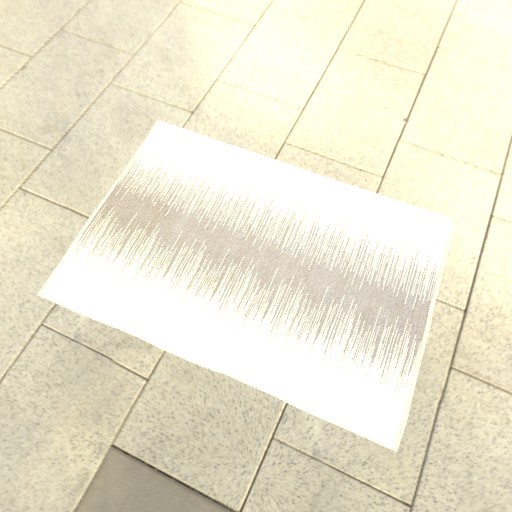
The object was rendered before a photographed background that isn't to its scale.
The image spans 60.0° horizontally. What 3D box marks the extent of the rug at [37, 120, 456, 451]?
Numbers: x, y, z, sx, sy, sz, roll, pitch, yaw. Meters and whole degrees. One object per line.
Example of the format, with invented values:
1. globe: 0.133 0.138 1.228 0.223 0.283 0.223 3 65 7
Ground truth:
1. rug: 0.000 0.000 2.263 1.815 0.007 1.226 21 65 10
